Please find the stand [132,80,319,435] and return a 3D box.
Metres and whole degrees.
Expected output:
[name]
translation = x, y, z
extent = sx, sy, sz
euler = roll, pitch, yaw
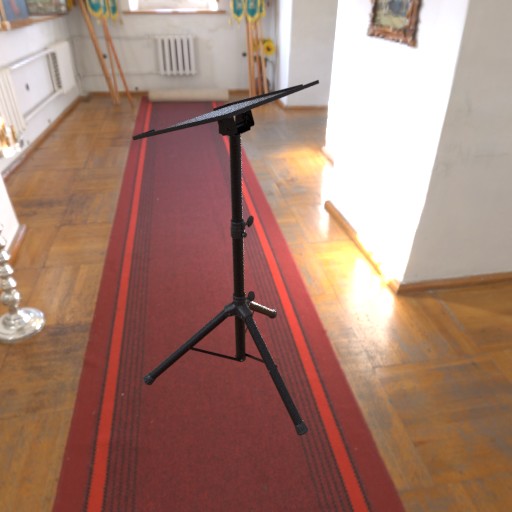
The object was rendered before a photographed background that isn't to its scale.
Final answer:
[stand]
translation = 0.000, 0.000, 1.632
extent = 0.702, 1.198, 0.702
euler = 21, 39, 29
